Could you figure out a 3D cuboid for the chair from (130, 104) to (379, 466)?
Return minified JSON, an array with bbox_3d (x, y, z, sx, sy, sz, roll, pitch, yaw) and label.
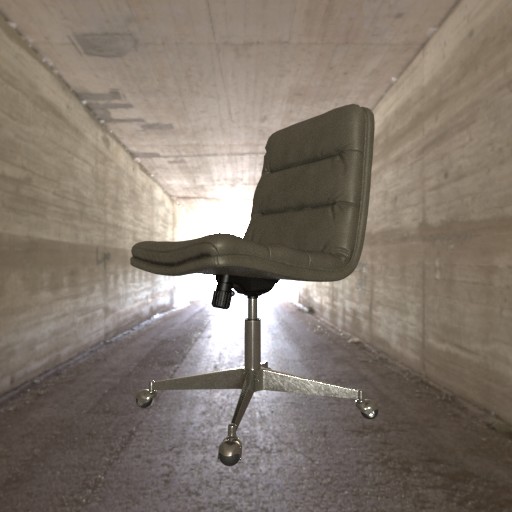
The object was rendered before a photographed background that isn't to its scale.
[{"bbox_3d":[0.000,0.000,1.050,0.485,0.738,0.422,0,-1,-37],"label":"chair"}]
